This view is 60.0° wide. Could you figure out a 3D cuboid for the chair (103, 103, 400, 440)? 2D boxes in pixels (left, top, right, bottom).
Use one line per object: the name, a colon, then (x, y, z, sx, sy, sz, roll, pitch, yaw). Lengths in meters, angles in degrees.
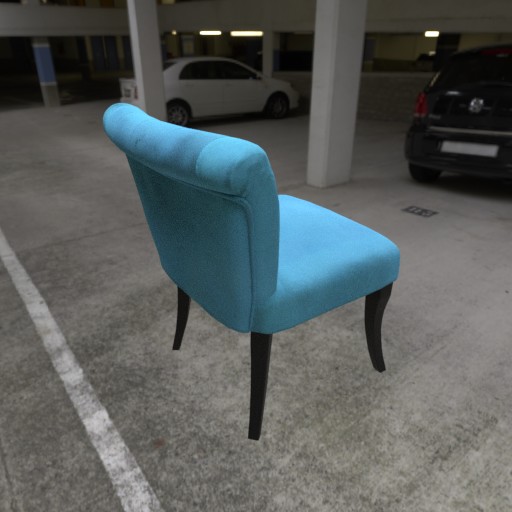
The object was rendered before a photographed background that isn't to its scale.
chair: (0.000, 0.000, 1.167, 0.605, 0.750, 0.582, -18, 32, -32)
